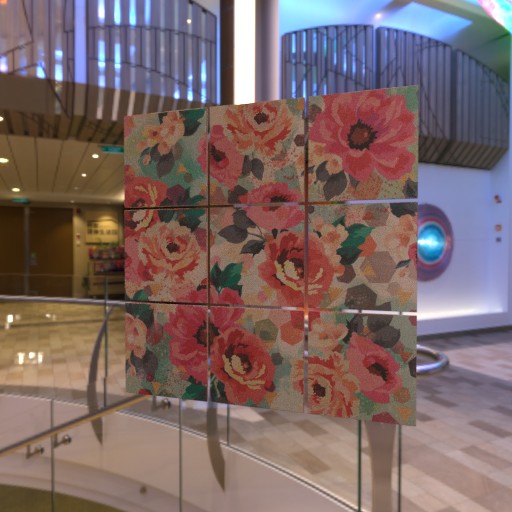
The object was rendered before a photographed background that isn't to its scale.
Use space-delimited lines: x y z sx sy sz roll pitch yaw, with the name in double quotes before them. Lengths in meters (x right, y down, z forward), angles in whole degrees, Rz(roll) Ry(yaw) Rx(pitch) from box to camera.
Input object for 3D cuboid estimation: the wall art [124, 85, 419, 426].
"wall art" 0.000 0.000 1.777 1.216 1.220 0.013 0 1 18
